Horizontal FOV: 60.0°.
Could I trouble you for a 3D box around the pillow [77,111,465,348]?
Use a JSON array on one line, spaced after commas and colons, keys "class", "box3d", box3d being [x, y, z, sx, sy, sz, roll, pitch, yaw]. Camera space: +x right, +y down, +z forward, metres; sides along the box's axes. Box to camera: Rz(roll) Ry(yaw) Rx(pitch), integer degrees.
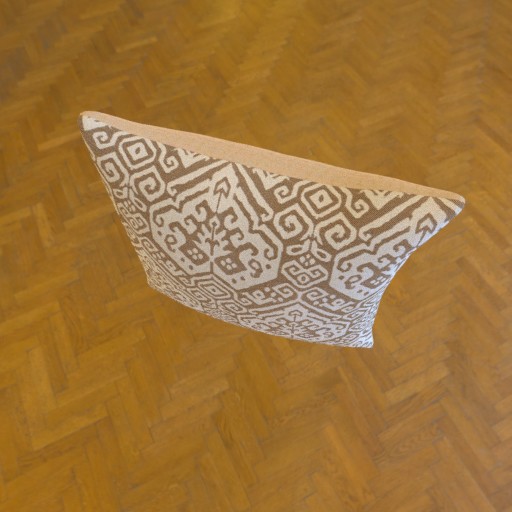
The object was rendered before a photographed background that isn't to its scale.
[{"class": "pillow", "box3d": [0.000, 0.000, 0.623, 0.419, 0.407, 0.173, 15, 60, 9]}]
